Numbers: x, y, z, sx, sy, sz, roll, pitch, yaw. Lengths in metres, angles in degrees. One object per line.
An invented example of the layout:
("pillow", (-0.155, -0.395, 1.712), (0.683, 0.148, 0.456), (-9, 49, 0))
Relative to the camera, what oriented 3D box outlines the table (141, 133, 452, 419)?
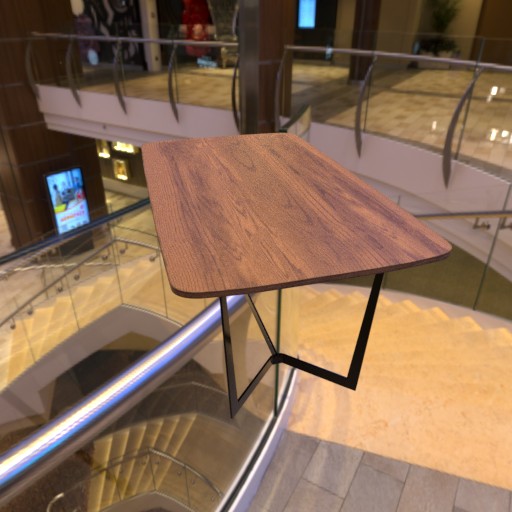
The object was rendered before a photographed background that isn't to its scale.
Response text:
("table", (0.000, 0.000, 2.182), (0.949, 0.765, 1.643), (-8, 30, -14))
